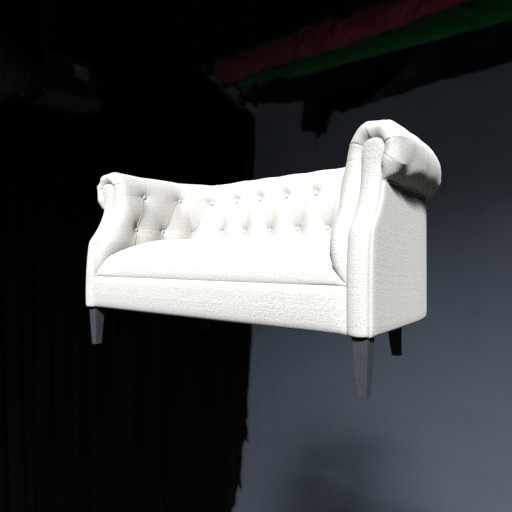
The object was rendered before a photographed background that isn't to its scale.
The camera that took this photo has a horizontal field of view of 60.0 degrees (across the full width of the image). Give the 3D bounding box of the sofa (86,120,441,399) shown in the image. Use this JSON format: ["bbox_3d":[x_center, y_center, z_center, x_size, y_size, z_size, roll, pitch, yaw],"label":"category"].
[{"bbox_3d":[0.000,0.000,1.983,1.558,0.827,0.835,0,-1,38],"label":"sofa"}]
